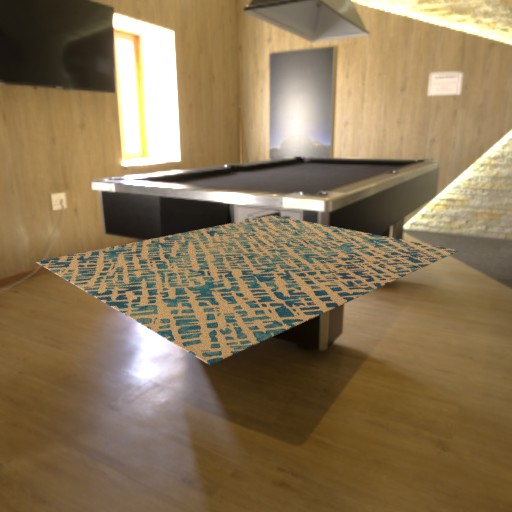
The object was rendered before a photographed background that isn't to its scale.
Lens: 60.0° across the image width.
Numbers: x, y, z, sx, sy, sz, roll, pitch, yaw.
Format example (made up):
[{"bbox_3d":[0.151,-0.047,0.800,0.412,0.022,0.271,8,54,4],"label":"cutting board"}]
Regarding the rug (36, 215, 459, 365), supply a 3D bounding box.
[{"bbox_3d":[0.000,0.000,4.040,3.007,0.007,2.435,-15,22,-42],"label":"rug"}]
